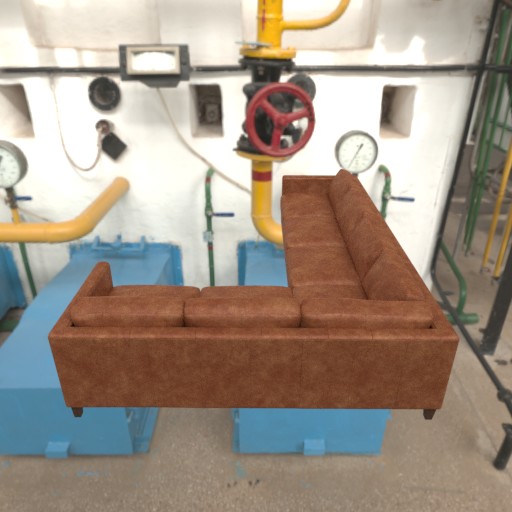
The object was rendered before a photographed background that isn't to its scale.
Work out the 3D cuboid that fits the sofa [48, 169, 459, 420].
[{"bbox_3d":[0.000,0.000,4.100,2.438,0.838,3.167,0,28,0],"label":"sofa"}]
